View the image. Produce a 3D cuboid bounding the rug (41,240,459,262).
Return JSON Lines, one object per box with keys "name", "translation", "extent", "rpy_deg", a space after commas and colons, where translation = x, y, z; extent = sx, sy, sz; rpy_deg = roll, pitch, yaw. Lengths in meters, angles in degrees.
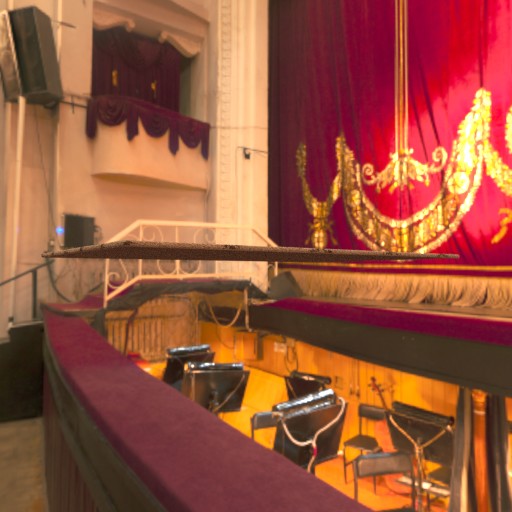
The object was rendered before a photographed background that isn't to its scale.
{"name": "rug", "translation": [0.000, 0.000, 3.446], "extent": [2.743, 0.030, 1.778], "rpy_deg": [2, -3, -36]}
